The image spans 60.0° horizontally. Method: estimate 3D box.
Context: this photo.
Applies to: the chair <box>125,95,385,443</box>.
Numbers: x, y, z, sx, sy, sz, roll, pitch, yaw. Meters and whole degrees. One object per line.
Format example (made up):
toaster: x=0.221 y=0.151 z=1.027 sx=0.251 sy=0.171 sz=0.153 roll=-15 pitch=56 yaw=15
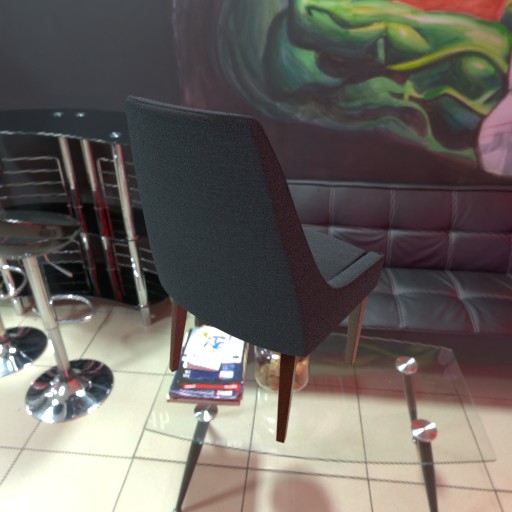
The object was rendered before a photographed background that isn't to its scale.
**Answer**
chair: x=0.000 y=0.000 z=1.207 sx=0.529 sy=0.861 sz=0.544 roll=21 pitch=36 yaw=33
